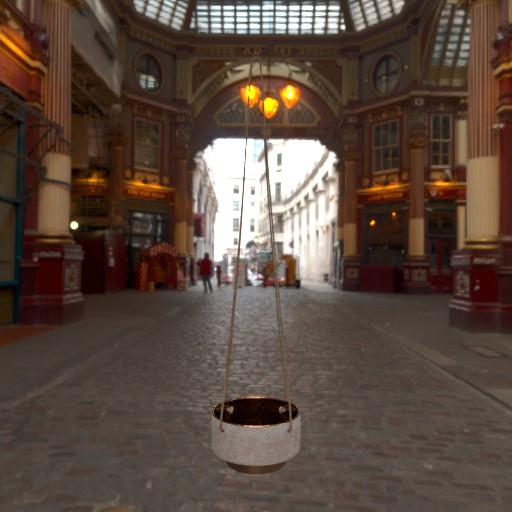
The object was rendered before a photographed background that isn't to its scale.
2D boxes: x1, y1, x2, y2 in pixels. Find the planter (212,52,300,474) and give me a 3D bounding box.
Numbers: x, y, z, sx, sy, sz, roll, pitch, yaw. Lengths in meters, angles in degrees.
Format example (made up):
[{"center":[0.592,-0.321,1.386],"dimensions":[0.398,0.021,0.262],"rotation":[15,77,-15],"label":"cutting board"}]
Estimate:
[{"center":[0.000,0.000,1.123],"dimensions":[0.223,1.030,0.223],"rotation":[0,-1,0],"label":"planter"}]
